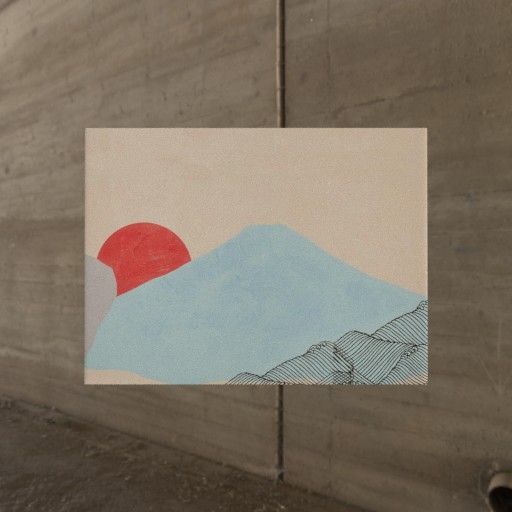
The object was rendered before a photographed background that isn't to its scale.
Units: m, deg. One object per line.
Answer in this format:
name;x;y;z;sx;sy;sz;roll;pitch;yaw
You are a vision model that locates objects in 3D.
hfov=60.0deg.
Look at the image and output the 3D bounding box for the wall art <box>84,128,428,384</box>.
wall art;0.000;0.000;1.597;1.219;0.912;0.042;0;0;0
